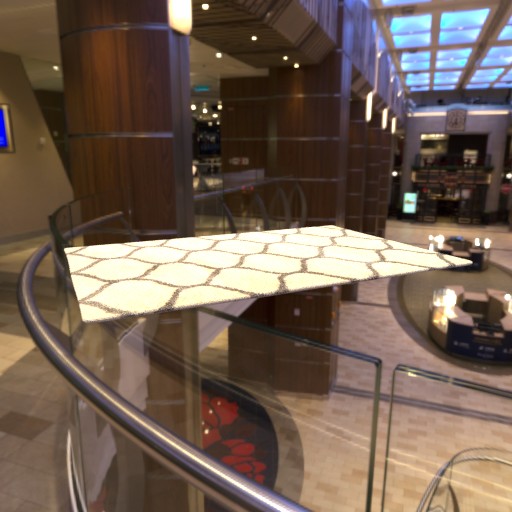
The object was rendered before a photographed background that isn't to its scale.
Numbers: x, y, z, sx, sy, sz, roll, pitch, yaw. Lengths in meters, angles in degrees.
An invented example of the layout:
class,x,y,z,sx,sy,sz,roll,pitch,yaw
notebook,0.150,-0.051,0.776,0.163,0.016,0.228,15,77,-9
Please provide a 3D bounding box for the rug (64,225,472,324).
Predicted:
class,x,y,z,sx,sy,sz,roll,pitch,yaw
rug,0.000,0.000,3.484,2.701,0.026,1.801,-6,15,-25
